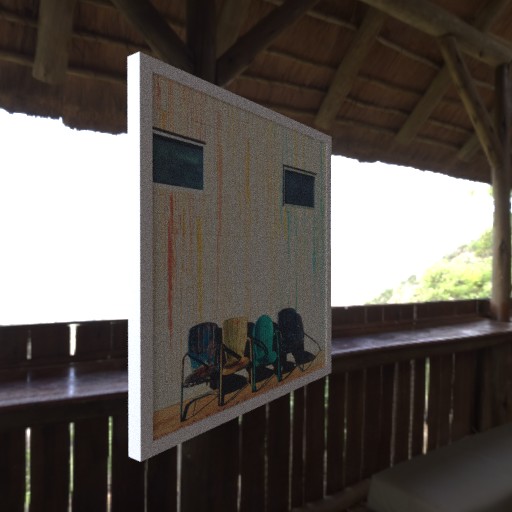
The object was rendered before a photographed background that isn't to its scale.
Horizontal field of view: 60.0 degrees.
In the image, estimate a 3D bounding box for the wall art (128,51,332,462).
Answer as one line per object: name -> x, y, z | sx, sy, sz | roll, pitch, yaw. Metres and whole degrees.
wall art -> 0.000, 0.000, 1.135 | 0.036, 0.760, 0.760 | 0, 1, 37
